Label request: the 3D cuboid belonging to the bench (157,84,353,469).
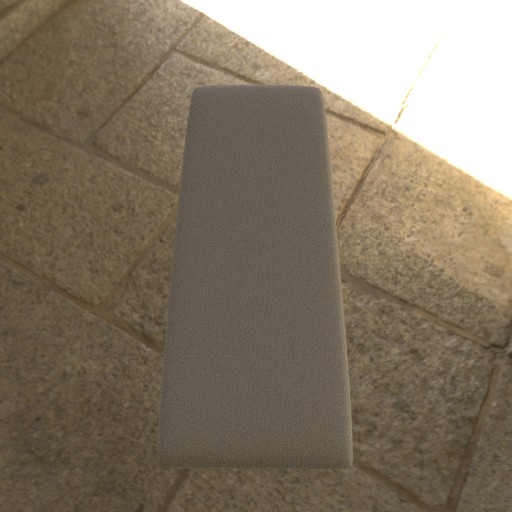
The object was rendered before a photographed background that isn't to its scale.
[{"bbox_3d":[0.000,0.000,1.854,0.646,0.393,1.609,0,64,0],"label":"bench"}]
